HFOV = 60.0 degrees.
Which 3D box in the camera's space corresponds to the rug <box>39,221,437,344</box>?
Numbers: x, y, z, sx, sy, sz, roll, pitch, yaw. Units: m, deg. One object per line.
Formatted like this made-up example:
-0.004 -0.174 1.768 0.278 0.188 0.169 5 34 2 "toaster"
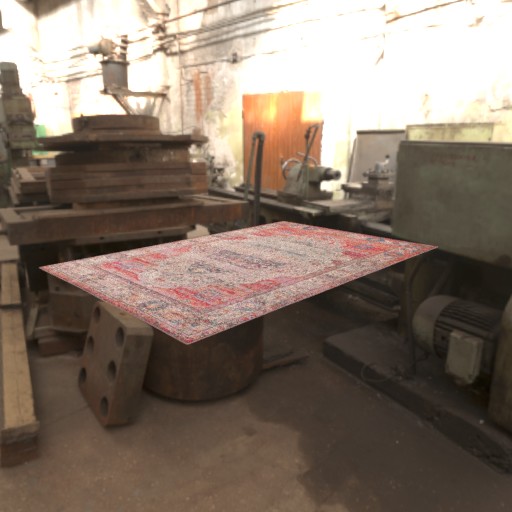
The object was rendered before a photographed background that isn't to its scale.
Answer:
0.000 0.000 2.406 1.219 0.006 1.829 14 20 43 "rug"
